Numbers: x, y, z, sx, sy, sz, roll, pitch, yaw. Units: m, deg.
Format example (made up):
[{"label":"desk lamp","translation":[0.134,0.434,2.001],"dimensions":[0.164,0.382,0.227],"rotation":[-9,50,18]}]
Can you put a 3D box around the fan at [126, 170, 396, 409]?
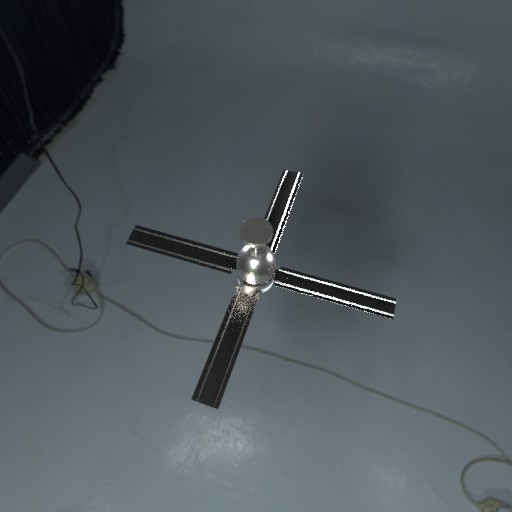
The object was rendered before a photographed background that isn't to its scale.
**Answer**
[{"label":"fan","translation":[0.000,0.000,2.044],"dimensions":[1.346,0.406,1.346],"rotation":[14,59,9]}]
